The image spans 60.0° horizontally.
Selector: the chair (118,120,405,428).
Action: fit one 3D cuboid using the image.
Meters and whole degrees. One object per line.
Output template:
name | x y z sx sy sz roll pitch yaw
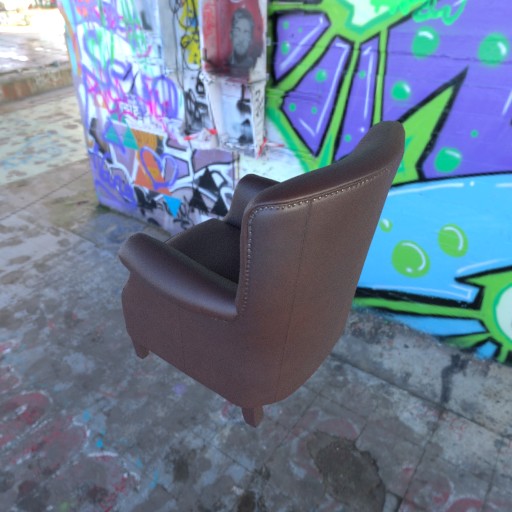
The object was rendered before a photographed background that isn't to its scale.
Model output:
chair | 0.000 0.000 1.374 0.746 0.800 0.700 21 38 29
